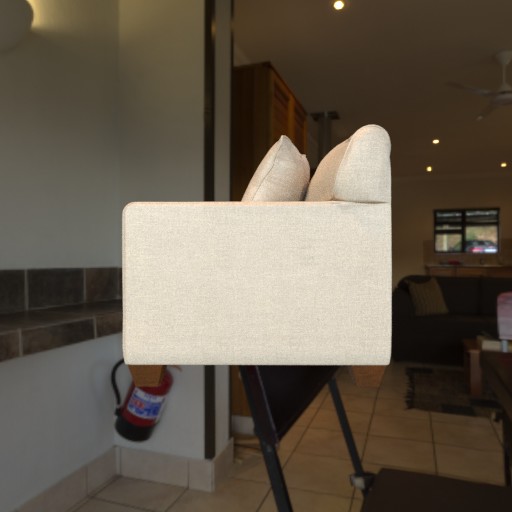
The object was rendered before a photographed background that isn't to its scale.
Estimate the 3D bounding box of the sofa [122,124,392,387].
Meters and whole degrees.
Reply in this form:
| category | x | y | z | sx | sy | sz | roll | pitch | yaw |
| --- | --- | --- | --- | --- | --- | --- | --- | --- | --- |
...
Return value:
| category | x | y | z | sx | sy | sz | roll | pitch | yaw |
| --- | --- | --- | --- | --- | --- | --- | --- | --- | --- |
| sofa | 0.000 | 0.000 | 2.545 | 0.997 | 0.958 | 2.024 | 0 | -1 | 0 |
